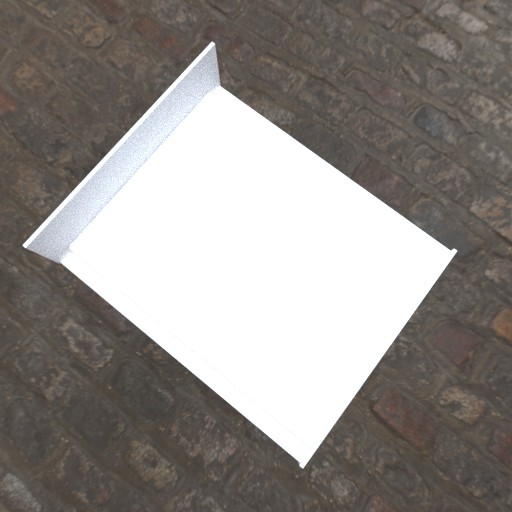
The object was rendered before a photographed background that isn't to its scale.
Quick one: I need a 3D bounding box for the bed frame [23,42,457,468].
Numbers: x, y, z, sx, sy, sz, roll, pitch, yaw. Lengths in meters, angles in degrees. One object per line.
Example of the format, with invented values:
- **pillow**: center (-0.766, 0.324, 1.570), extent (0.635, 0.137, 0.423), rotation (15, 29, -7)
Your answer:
- **bed frame**: center (0.000, 0.000, 2.809), extent (1.960, 0.800, 1.622), rotation (38, 80, 8)
